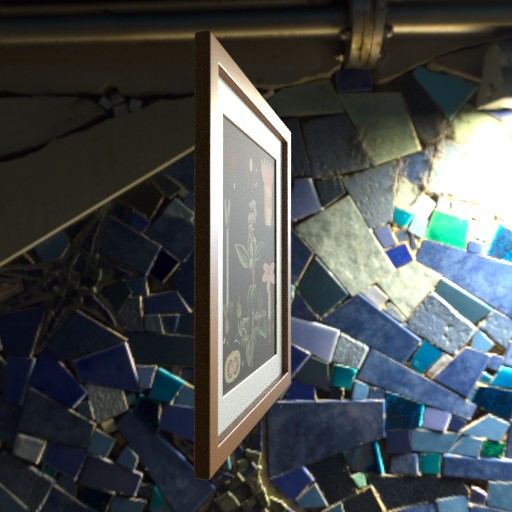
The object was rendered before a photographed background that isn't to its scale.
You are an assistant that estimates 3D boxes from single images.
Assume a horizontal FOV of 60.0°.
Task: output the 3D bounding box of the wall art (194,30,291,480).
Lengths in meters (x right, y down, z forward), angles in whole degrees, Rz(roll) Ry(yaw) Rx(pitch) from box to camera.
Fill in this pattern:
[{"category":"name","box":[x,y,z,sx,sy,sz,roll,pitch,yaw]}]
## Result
[{"category":"wall art","box":[0.000,0.000,0.757,0.021,0.550,0.449,0,-1,17]}]
